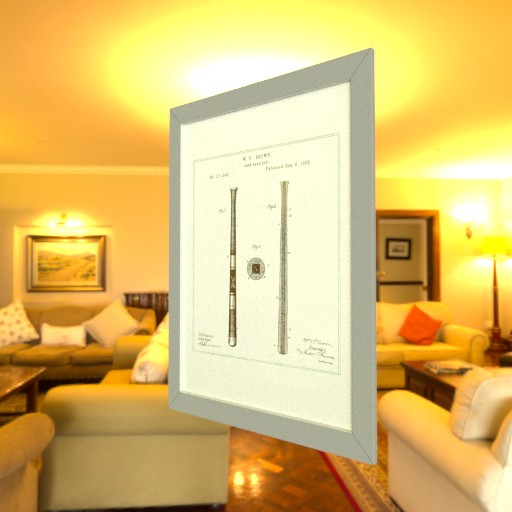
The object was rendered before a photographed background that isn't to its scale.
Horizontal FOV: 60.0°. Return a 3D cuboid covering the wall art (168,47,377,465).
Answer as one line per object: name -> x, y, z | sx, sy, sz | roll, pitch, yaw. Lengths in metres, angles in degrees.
wall art -> 0.000, 0.000, 0.674 | 0.374, 0.529, 0.012 | -1, -1, 36
